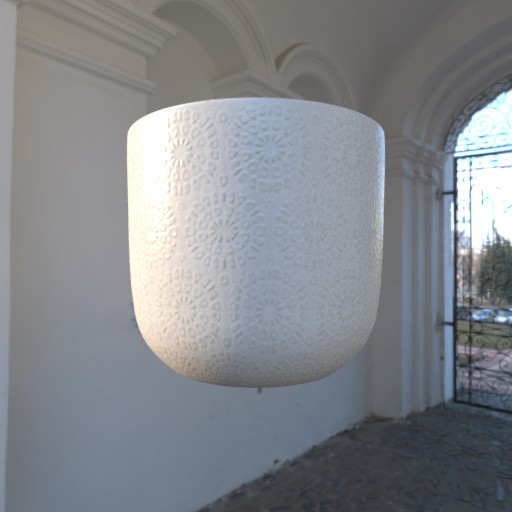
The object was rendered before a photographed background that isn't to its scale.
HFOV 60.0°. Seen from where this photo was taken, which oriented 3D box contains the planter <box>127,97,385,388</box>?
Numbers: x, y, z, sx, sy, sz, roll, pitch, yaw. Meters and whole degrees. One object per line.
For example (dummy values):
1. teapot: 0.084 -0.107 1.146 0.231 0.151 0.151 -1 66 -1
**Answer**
1. planter: 0.000 0.000 0.371 0.208 0.190 0.208 0 -1 0
